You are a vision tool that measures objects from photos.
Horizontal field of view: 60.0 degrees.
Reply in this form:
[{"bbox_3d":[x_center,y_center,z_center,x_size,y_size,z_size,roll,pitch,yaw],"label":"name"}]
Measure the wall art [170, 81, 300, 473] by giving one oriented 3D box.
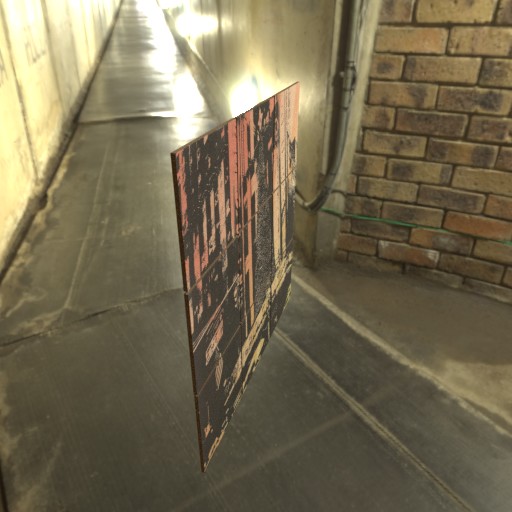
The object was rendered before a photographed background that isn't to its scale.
[{"bbox_3d":[0.000,0.000,1.404,0.010,0.917,0.919,10,31,17],"label":"wall art"}]
